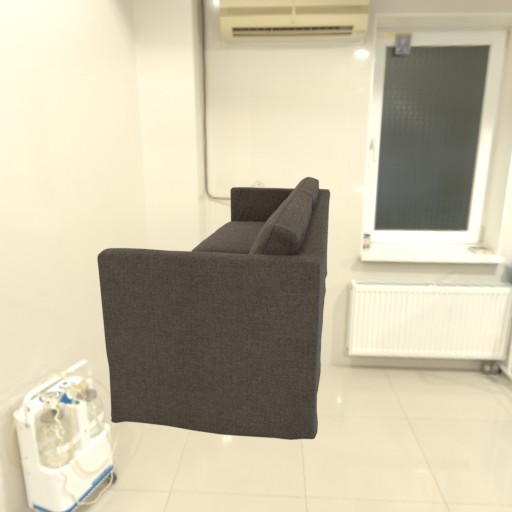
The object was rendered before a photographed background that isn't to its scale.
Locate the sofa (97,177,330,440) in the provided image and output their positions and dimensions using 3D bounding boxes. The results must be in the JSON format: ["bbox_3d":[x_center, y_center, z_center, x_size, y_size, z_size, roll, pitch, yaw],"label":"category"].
[{"bbox_3d":[0.000,0.000,3.274,1.036,0.998,2.779,3,15,10],"label":"sofa"}]
